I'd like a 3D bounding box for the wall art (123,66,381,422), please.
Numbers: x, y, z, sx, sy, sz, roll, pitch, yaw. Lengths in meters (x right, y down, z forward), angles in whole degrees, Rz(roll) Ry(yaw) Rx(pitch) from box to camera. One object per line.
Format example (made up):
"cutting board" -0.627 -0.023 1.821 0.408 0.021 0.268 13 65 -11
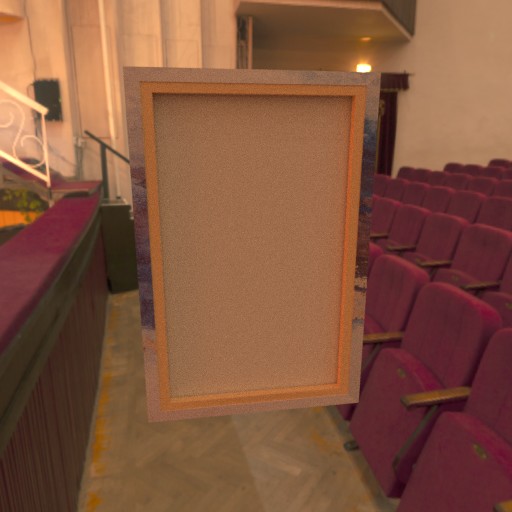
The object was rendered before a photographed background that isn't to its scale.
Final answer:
"wall art" 0.000 0.000 1.125 0.583 0.874 0.048 -2 15 -9
